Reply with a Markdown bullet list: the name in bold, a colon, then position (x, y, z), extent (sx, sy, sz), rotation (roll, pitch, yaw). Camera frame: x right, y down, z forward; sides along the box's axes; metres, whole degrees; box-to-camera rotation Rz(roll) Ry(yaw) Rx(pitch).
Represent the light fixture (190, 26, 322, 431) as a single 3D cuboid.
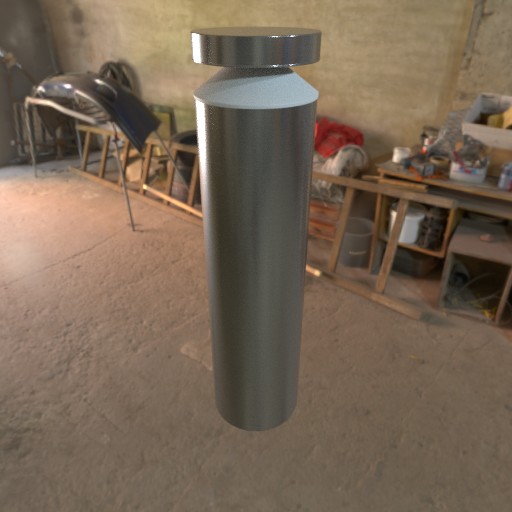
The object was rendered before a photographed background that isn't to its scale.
- **light fixture**: position (0.000, 0.000, 0.441), extent (0.102, 0.400, 0.102), rotation (1, 31, 2)
